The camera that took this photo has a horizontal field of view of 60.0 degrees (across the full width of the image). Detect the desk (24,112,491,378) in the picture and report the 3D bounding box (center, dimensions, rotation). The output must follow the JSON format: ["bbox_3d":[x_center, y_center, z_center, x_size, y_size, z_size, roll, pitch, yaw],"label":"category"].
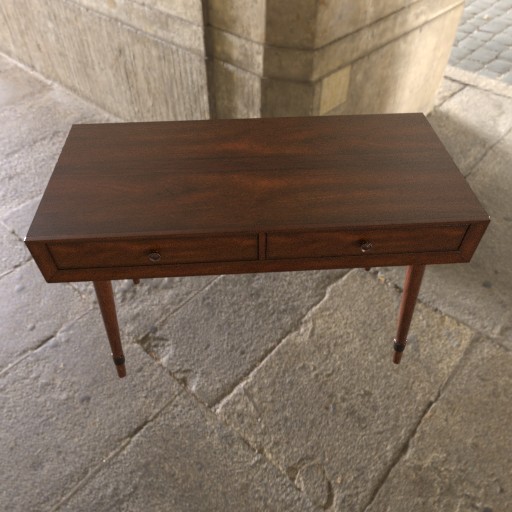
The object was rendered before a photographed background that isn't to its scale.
[{"bbox_3d":[0.000,0.000,2.116,1.577,1.031,0.734,-3,47,-3],"label":"desk"}]
